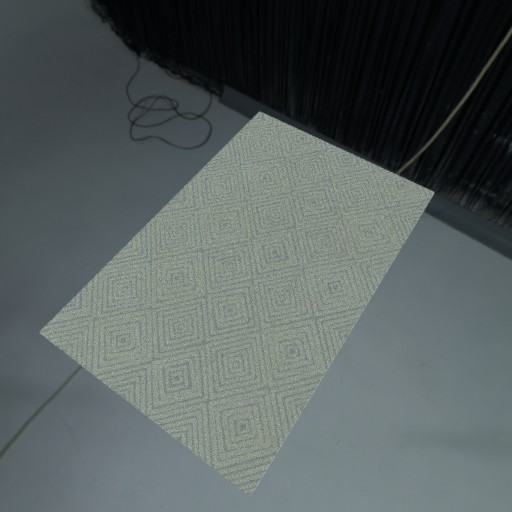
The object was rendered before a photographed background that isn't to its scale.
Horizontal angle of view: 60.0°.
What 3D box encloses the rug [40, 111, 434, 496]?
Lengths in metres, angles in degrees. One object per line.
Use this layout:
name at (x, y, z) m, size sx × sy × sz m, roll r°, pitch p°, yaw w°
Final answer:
rug at (0.000, 0.000, 2.187) m, size 1.143 × 0.008 × 1.753 m, roll 30°, pitch 63°, yaw 17°
